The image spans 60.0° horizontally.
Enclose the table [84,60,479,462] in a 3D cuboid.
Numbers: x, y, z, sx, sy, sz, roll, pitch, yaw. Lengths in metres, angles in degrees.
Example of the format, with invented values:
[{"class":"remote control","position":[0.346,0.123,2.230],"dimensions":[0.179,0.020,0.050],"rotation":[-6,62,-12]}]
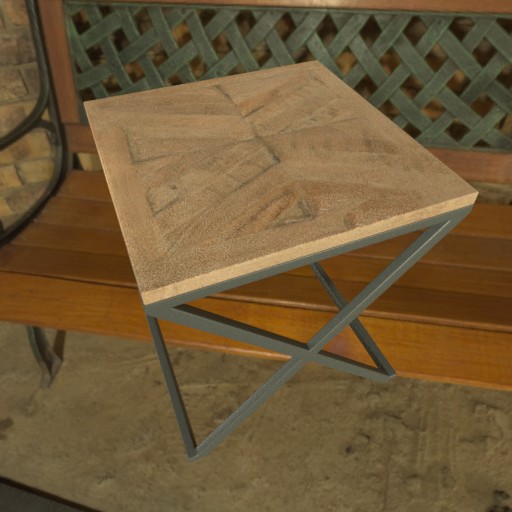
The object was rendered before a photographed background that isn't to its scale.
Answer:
[{"class":"table","position":[0.000,0.000,0.931],"dimensions":[0.498,0.550,0.499],"rotation":[-17,48,-15]}]
